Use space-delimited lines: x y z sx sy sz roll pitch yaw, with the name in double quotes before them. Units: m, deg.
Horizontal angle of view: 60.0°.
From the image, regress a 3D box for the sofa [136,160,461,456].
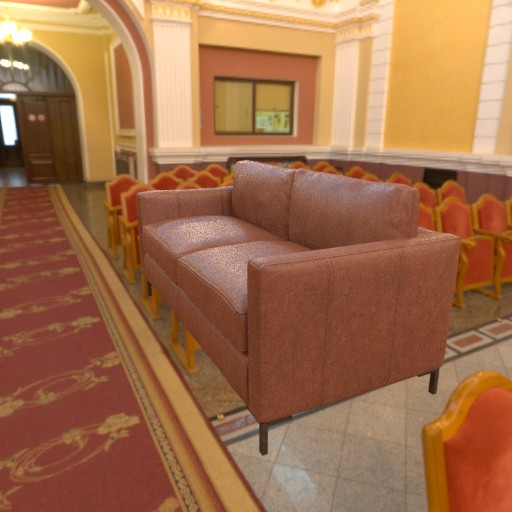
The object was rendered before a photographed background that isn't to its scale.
"sofa" 0.000 0.000 2.301 0.899 0.883 1.797 -8 18 -26
